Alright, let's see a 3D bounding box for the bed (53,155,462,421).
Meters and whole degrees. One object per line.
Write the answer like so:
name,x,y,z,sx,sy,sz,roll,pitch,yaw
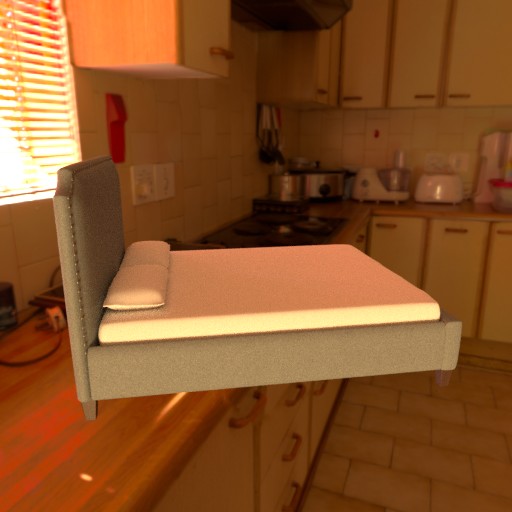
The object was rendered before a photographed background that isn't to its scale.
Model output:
bed,0.000,0.000,3.326,2.372,1.443,1.712,-2,16,-9
